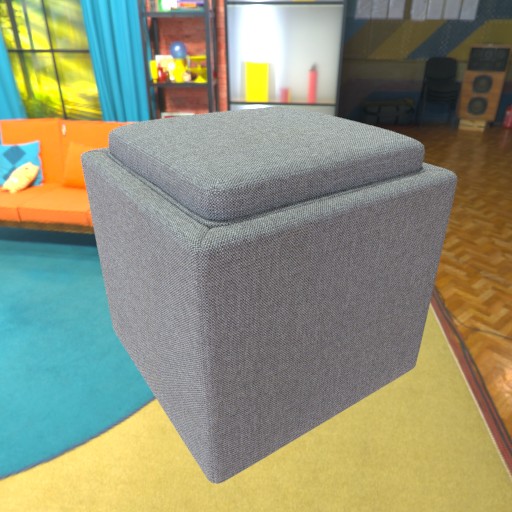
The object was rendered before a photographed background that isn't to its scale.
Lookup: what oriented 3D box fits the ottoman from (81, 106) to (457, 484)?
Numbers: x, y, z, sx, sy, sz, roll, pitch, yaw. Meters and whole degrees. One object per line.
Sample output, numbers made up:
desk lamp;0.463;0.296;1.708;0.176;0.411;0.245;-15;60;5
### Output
ottoman;0.000;0.000;0.800;0.450;0.460;0.450;-18;33;-29
